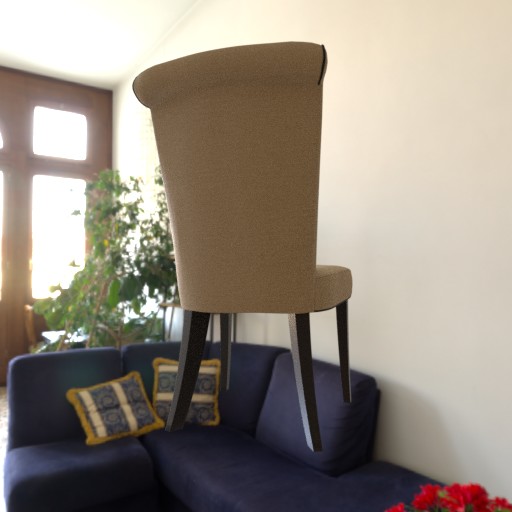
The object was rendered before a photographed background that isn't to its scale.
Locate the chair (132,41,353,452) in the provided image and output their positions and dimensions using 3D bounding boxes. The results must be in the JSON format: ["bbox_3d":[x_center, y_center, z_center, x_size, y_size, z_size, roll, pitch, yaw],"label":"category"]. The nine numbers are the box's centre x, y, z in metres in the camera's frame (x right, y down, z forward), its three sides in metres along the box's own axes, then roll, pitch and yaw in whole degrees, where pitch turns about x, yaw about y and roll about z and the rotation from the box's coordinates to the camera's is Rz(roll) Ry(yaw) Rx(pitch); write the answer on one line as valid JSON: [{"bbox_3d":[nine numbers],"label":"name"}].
[{"bbox_3d":[0.000,0.000,1.335,0.522,0.997,0.623,-1,-2,19],"label":"chair"}]
